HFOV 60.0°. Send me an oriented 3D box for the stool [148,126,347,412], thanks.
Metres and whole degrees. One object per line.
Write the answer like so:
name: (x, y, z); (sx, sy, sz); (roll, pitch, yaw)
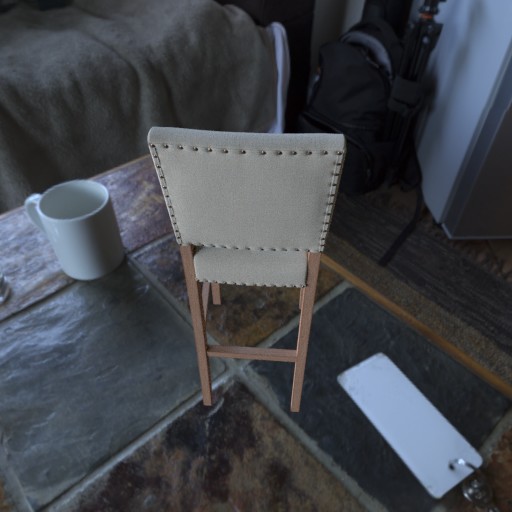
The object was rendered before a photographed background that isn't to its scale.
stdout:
stool: (0.000, 0.000, 1.399); (0.428, 1.143, 0.546); (3, 46, 3)
